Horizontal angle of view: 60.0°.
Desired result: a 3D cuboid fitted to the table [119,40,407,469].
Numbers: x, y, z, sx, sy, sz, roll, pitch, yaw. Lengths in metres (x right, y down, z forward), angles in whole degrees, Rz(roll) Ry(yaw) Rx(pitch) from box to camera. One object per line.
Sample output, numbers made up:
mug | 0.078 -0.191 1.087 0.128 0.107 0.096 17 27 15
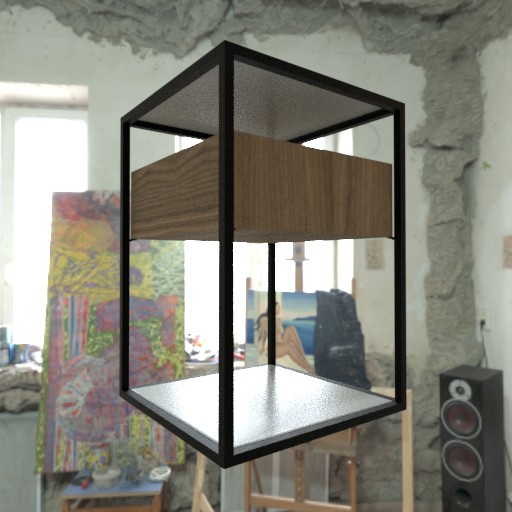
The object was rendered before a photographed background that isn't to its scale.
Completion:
table | 0.000 0.000 0.821 0.378 0.540 0.378 1 -1 -36
